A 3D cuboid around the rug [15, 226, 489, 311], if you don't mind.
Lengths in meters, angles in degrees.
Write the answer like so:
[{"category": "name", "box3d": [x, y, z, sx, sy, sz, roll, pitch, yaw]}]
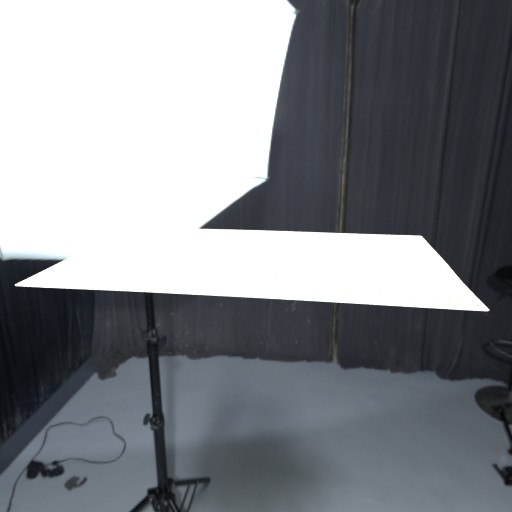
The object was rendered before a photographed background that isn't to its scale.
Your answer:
[{"category": "rug", "box3d": [0.000, 0.000, 2.962, 2.435, 0.012, 1.529, 2, 16, 8]}]
